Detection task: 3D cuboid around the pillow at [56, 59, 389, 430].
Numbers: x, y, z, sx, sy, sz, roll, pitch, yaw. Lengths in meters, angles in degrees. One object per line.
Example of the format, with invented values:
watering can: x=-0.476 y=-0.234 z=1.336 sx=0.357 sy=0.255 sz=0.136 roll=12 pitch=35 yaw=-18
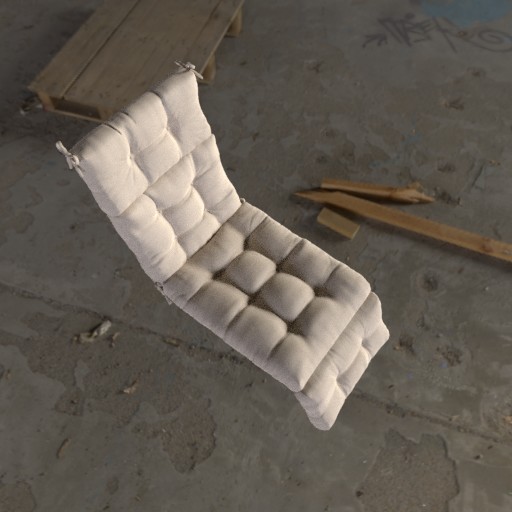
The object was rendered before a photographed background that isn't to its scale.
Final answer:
pillow: x=0.000 y=0.000 z=1.506 sx=1.016 sy=0.863 sz=0.526 roll=33 pitch=64 yaw=18
